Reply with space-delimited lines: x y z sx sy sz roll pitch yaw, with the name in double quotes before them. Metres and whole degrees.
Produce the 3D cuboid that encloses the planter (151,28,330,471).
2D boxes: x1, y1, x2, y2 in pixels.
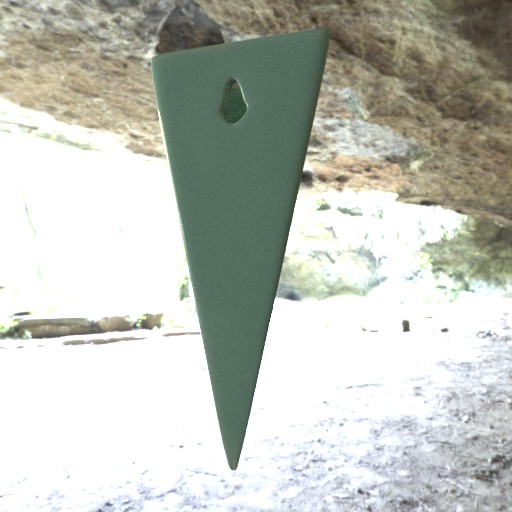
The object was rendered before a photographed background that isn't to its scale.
"planter" 0.000 0.000 0.213 0.080 0.178 0.064 0 -1 18
